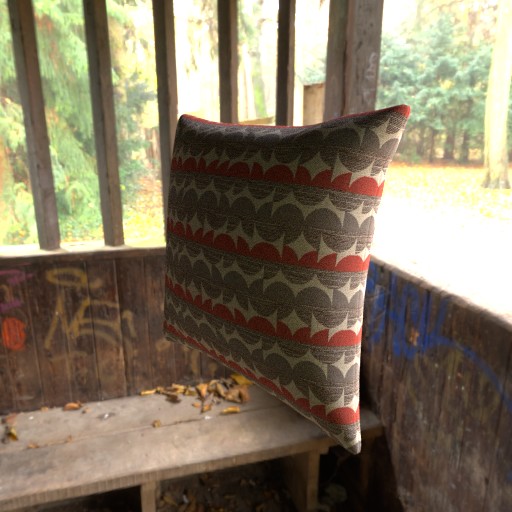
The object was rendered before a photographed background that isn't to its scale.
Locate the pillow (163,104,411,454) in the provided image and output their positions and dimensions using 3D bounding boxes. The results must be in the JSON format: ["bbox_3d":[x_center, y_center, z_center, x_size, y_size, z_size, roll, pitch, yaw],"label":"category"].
[{"bbox_3d":[0.000,0.000,0.651,0.180,0.410,0.420,-15,22,-42],"label":"pillow"}]
